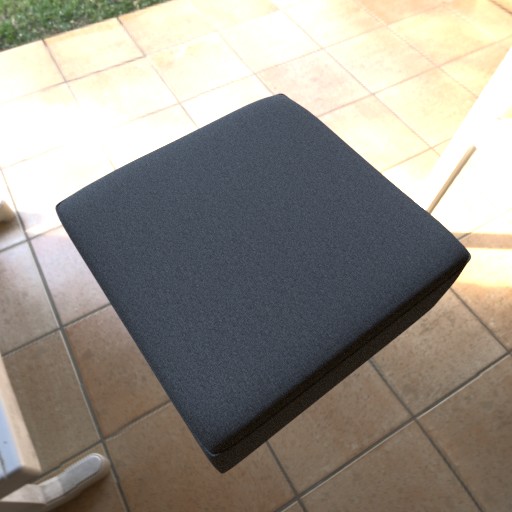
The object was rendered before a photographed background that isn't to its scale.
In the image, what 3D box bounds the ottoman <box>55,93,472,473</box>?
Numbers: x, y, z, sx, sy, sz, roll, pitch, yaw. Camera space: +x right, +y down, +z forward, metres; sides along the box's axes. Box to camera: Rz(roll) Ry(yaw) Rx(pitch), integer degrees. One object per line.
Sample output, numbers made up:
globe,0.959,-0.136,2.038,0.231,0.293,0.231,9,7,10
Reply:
ottoman,0.000,0.000,1.598,1.015,0.464,1.005,-32,64,-18
